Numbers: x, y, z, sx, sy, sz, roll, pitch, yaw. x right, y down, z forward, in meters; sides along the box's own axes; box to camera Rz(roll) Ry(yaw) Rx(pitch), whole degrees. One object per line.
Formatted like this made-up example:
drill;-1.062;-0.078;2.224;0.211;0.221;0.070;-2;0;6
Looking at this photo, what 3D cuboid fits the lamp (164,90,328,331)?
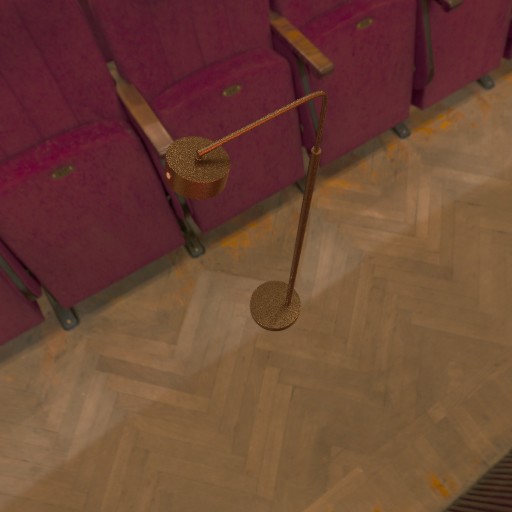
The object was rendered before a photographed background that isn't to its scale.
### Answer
lamp;0.000;0.000;1.371;0.418;1.230;0.219;-30;67;-14
